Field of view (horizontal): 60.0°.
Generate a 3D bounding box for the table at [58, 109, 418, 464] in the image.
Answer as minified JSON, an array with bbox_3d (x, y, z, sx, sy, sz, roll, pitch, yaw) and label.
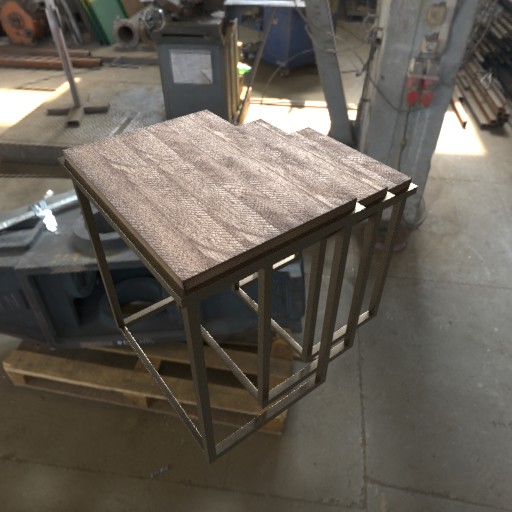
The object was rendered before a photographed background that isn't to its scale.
[{"bbox_3d":[0.000,0.000,1.181,0.706,0.610,0.559,-26,47,-27],"label":"table"}]
